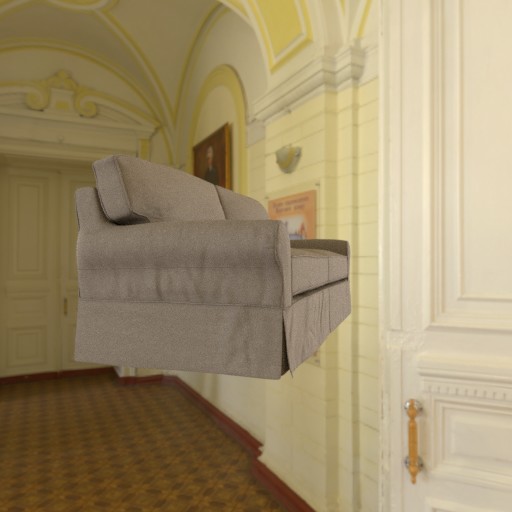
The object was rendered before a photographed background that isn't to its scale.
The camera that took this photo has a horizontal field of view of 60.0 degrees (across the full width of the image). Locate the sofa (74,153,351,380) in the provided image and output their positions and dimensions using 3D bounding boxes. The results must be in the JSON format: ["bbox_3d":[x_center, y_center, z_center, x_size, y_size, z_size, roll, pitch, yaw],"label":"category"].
[{"bbox_3d":[0.000,0.000,2.803,0.991,0.943,2.248,0,0,19],"label":"sofa"}]
